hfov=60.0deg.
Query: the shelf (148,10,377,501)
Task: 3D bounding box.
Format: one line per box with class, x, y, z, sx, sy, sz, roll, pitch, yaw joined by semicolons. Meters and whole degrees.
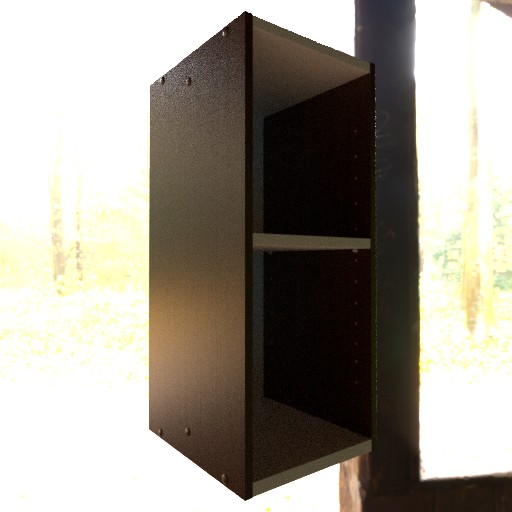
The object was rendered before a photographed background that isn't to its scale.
shelf;0.000;0.000;0.731;0.253;0.600;0.290;1;-1;-37
